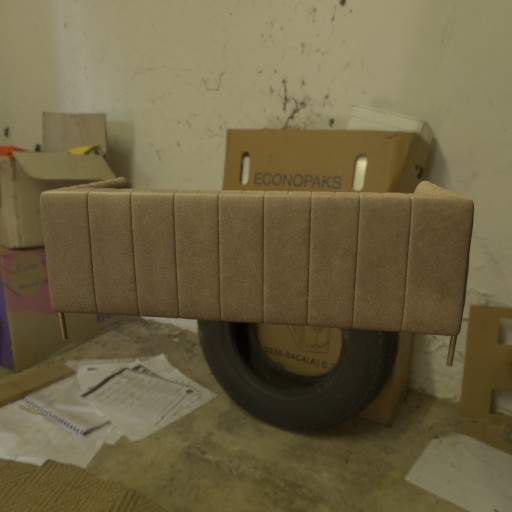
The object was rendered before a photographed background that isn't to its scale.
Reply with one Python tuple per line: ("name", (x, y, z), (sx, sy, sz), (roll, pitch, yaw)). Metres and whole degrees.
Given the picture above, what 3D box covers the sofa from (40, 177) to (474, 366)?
("sofa", (0.000, 0.000, 2.401), (1.980, 0.779, 0.876), (2, 15, 8))
